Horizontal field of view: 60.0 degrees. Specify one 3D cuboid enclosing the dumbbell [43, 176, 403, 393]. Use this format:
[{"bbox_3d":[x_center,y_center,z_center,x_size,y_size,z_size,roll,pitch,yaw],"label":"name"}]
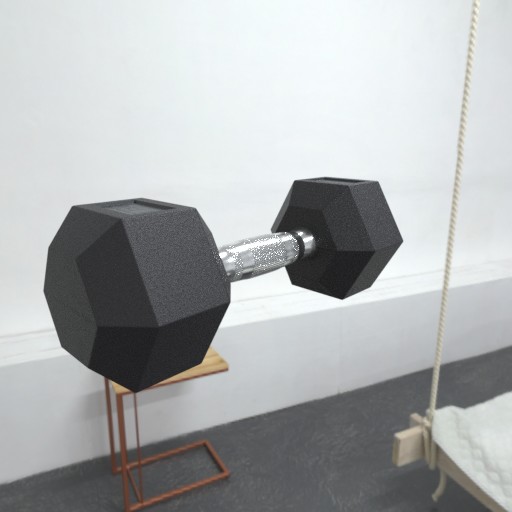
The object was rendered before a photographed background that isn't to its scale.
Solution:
[{"bbox_3d":[0.000,0.000,0.418,0.141,0.123,0.356,15,22,43],"label":"dumbbell"}]
